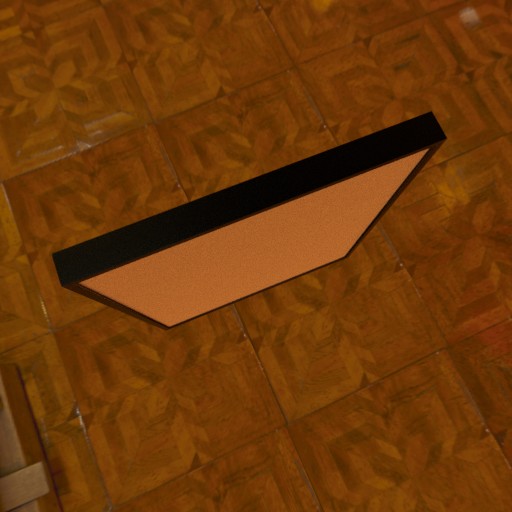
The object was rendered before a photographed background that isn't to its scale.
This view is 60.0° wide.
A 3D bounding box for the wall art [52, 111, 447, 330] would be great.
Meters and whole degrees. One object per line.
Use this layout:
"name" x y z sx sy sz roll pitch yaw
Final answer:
"wall art" 0.000 0.000 0.752 0.451 0.553 0.039 -21 77 -5
